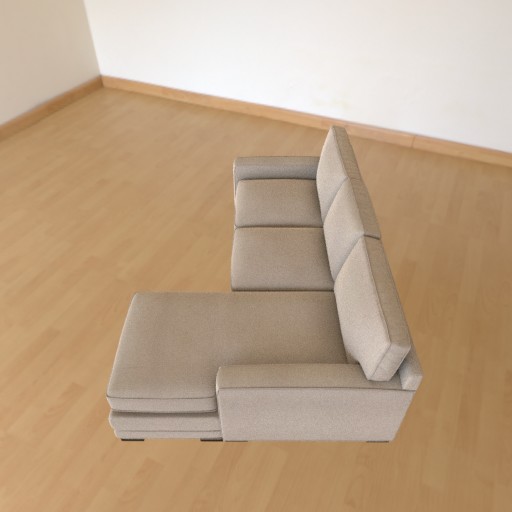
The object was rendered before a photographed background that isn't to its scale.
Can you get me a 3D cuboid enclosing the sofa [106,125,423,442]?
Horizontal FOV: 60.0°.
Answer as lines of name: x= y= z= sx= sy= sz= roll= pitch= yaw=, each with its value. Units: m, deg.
sofa: x=0.000 y=0.000 z=2.878 sx=1.496 sy=0.861 sz=2.087 roll=0 pitch=43 yaw=0
